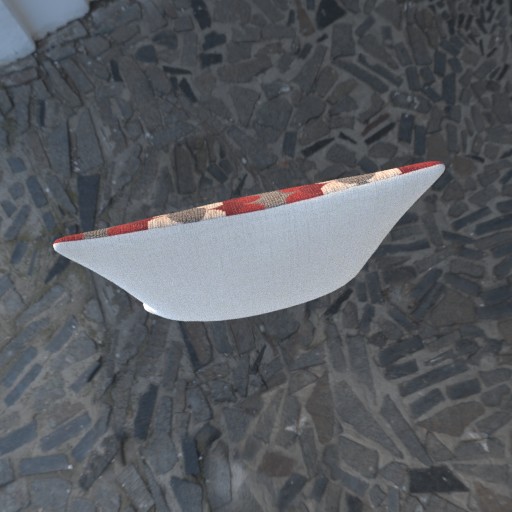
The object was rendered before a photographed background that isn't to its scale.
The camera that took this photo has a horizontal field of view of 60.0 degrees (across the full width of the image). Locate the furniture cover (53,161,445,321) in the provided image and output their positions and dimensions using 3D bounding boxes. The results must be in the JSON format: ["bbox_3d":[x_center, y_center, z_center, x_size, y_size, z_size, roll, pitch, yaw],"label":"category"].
[{"bbox_3d":[0.000,0.000,0.664,0.435,0.420,0.145,-12,75,-3],"label":"furniture cover"}]
